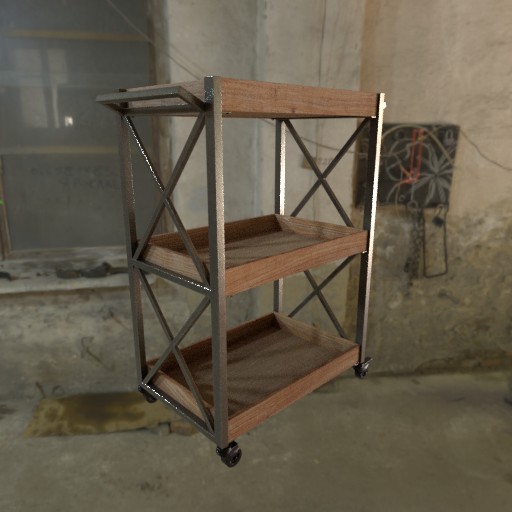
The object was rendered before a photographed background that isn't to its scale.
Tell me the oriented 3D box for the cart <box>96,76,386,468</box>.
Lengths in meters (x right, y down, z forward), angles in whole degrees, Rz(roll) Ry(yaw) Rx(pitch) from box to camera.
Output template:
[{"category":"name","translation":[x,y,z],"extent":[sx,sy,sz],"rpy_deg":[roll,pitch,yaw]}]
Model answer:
[{"category":"cart","translation":[0.000,0.000,1.195],"extent":[0.673,0.835,0.377],"rpy_deg":[-15,22,-42]}]
